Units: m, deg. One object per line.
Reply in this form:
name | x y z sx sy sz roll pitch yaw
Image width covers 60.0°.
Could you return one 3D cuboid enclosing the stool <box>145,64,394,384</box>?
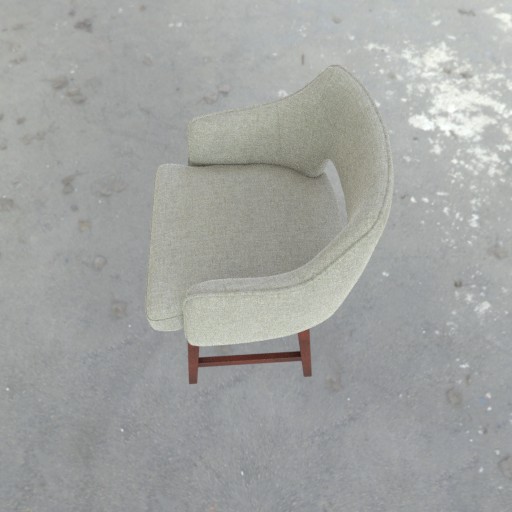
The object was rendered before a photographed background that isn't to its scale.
stool | 0.000 0.000 1.291 0.558 0.944 0.599 -3 58 -2
